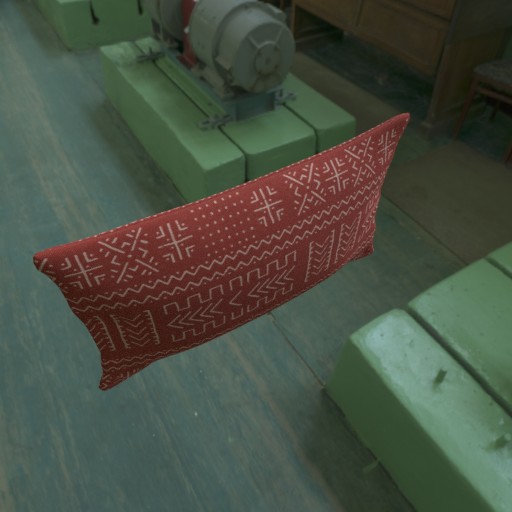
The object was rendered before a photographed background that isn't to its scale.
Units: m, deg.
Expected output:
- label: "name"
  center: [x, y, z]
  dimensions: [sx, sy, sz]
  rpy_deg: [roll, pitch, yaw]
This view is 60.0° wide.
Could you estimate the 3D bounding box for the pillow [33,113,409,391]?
- label: "pillow"
  center: [0.000, 0.000, 0.768]
  dimensions: [0.640, 0.352, 0.130]
  rpy_deg: [-25, 52, -21]
